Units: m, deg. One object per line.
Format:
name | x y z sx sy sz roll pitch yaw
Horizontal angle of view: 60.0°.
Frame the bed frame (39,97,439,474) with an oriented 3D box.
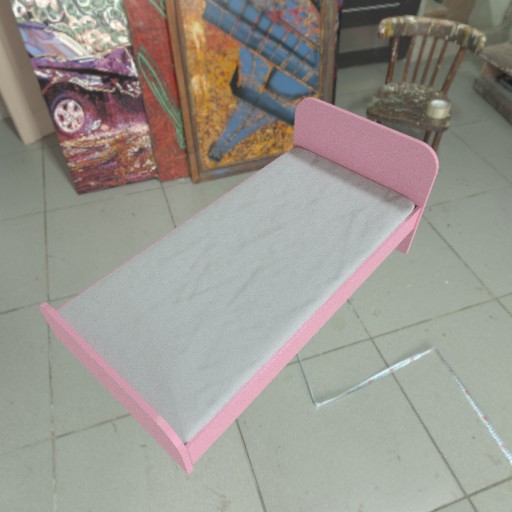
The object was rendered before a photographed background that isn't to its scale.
bed frame | 0.000 0.000 2.420 0.998 0.805 1.963 33 56 27
